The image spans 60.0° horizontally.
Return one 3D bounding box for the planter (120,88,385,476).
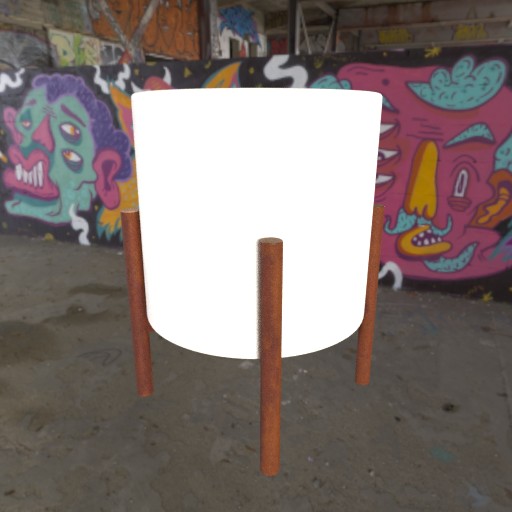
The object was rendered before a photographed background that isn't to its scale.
[{"bbox_3d":[0.000,0.000,0.851,0.420,0.581,0.421,16,23,41],"label":"planter"}]
